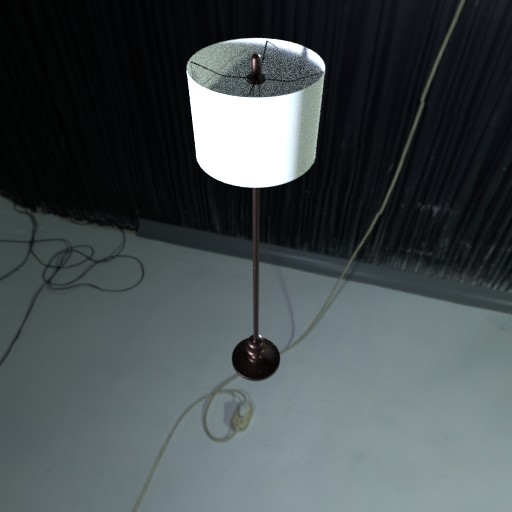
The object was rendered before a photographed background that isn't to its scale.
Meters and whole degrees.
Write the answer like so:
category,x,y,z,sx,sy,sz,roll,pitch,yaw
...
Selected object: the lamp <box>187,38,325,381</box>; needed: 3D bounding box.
category,x,y,z,sx,sy,sz,roll,pitch,yaw
lamp,0.000,0.000,1.665,0.356,1.487,0.356,8,47,7
